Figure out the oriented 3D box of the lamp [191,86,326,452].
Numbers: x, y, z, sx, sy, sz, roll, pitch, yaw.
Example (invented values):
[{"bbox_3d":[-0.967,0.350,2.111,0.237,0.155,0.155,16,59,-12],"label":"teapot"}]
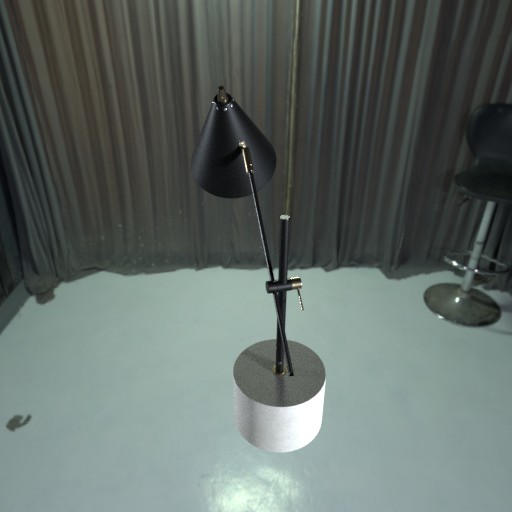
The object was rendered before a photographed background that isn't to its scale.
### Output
[{"bbox_3d":[0.000,0.000,0.730,0.214,0.518,0.403,-2,31,-3],"label":"lamp"}]
